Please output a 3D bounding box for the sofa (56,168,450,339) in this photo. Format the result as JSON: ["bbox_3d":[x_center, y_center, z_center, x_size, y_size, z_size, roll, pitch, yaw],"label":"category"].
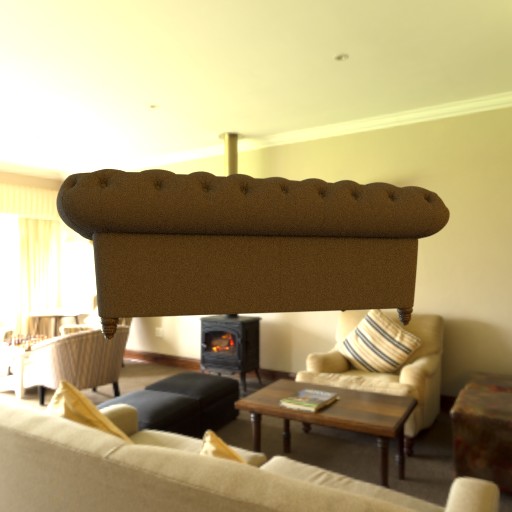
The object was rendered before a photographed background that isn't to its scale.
[{"bbox_3d":[0.000,0.000,2.489,1.998,0.764,0.986,0,-1,-17],"label":"sofa"}]
